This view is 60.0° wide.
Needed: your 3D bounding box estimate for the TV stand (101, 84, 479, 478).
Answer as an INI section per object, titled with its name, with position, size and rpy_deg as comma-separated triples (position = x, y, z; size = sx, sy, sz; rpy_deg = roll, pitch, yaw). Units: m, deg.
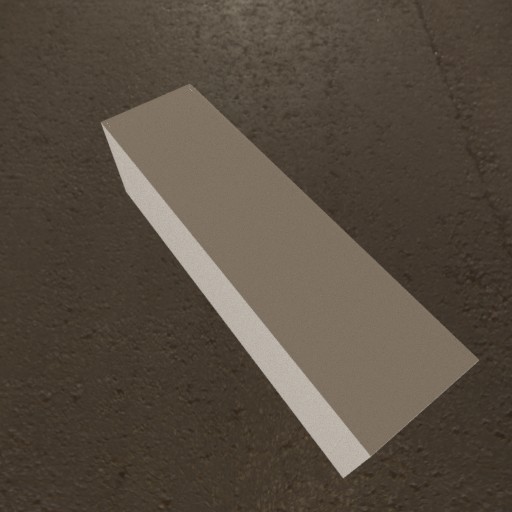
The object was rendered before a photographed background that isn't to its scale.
[TV stand]
position = 0.000, 0.000, 1.658
size = 0.410, 0.440, 1.500
rpy_deg = -32, 62, -19
